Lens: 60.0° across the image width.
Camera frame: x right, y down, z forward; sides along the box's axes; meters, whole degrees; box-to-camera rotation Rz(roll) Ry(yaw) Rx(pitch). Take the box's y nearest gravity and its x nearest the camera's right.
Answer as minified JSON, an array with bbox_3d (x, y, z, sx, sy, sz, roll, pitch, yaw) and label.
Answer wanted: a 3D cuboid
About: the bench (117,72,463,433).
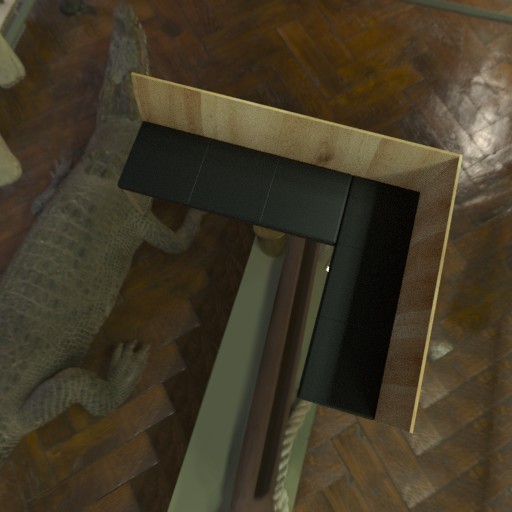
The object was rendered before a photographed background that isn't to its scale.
[{"bbox_3d":[0.000,0.000,2.773,1.945,0.930,1.495,15,75,4],"label":"bench"}]
